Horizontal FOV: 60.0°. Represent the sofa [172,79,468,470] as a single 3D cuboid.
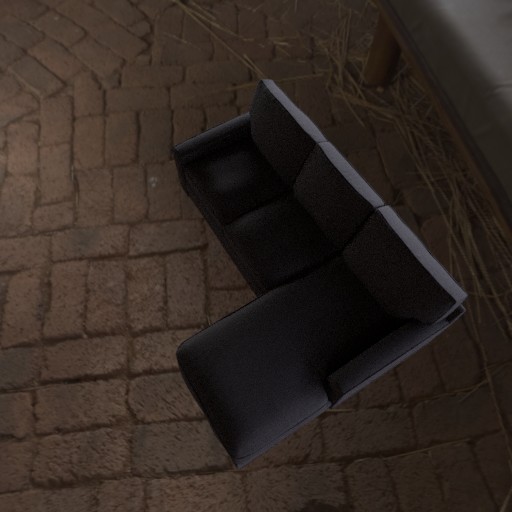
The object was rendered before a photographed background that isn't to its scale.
[{"bbox_3d":[0.000,0.000,3.353,1.790,0.973,2.370,-29,66,-14],"label":"sofa"}]
